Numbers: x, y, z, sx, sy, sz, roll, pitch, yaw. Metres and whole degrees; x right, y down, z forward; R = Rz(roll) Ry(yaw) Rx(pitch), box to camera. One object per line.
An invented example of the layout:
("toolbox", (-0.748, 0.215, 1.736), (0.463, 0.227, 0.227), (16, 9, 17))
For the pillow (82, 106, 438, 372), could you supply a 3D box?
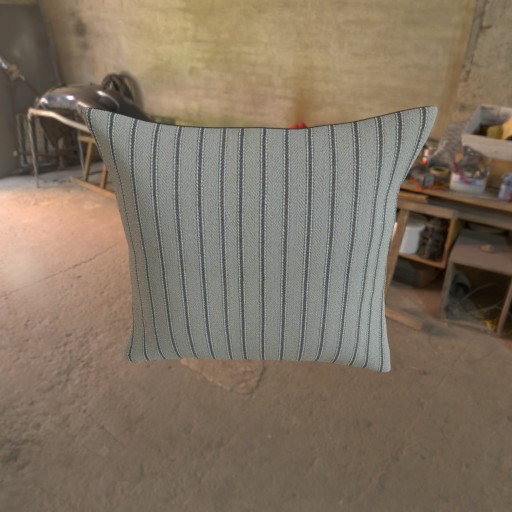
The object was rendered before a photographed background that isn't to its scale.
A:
("pillow", (0.000, 0.000, 0.677), (0.468, 0.444, 0.138), (1, 29, 2))
